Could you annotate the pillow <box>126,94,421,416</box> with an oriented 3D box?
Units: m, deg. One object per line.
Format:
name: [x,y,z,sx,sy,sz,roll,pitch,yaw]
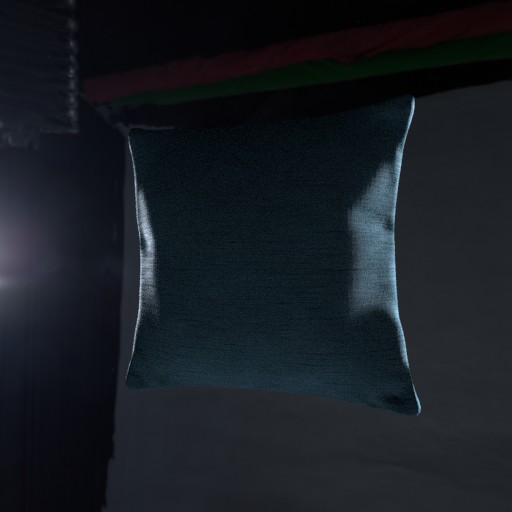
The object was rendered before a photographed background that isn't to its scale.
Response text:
pillow: [0.000,0.000,0.628,0.433,0.415,0.151,-1,-3,18]
